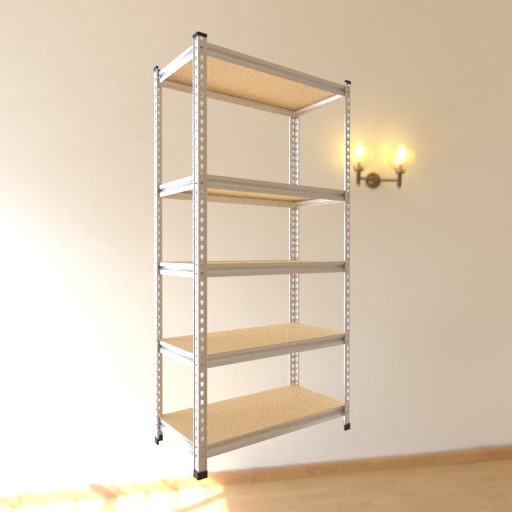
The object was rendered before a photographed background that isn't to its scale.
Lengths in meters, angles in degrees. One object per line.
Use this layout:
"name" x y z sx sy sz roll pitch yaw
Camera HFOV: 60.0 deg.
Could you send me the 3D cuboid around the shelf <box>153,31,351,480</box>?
"shelf" 0.000 0.000 2.253 0.914 1.829 0.457 0 1 -36
